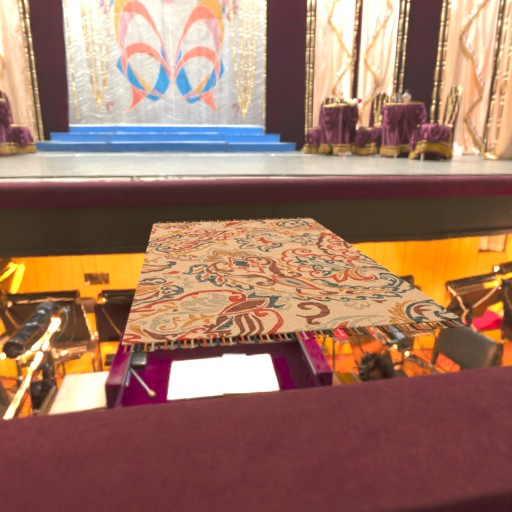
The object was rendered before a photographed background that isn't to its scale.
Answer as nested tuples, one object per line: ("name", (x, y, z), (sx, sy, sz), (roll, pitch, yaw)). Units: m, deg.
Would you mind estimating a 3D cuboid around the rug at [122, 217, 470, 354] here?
("rug", (0.000, 0.000, 3.085), (1.523, 0.010, 2.584), (-3, 16, -9))
